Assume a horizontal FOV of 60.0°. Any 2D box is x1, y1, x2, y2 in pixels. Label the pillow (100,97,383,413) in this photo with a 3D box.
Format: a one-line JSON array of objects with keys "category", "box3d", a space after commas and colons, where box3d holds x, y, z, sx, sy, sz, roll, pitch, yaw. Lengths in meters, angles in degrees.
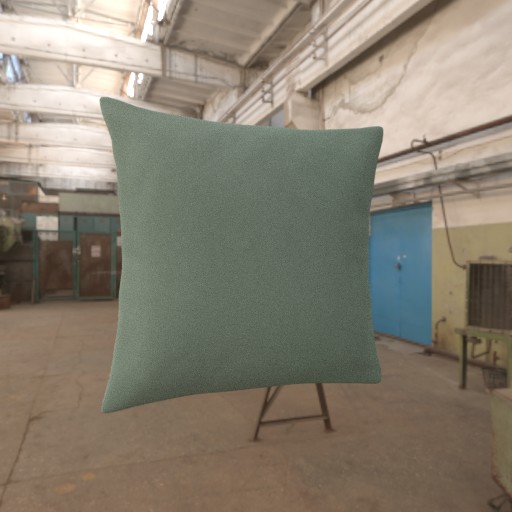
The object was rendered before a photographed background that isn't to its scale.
[{"category": "pillow", "box3d": [0.000, 0.000, 0.792, 0.526, 0.507, 0.166, 0, 0, -18]}]
